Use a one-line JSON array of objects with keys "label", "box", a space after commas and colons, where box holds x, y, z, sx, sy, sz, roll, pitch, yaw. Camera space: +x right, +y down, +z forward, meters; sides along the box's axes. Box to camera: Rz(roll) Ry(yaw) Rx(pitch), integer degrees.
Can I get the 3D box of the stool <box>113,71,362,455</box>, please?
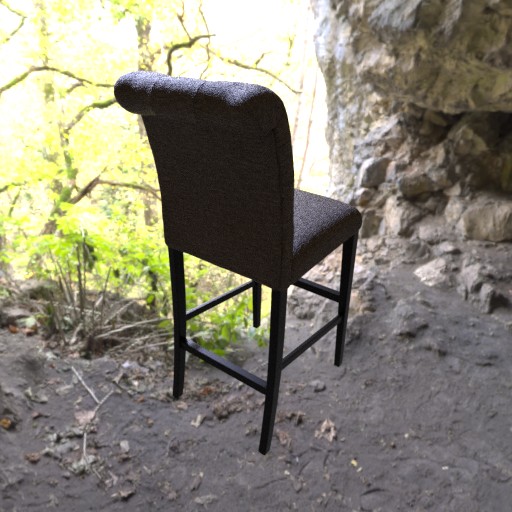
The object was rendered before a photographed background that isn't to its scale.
[{"label": "stool", "box": [0.000, 0.000, 1.428, 0.452, 1.131, 0.613, 20, 35, 31]}]
